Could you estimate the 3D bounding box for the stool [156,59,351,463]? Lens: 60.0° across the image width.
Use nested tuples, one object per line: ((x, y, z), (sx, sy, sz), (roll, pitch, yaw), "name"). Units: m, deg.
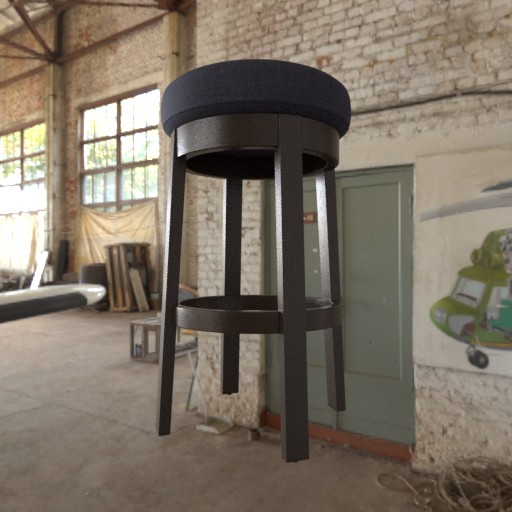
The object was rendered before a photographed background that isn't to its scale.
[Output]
((0.000, 0.000, 1.017), (0.446, 0.758, 0.446), (0, 0, 0), "stool")
